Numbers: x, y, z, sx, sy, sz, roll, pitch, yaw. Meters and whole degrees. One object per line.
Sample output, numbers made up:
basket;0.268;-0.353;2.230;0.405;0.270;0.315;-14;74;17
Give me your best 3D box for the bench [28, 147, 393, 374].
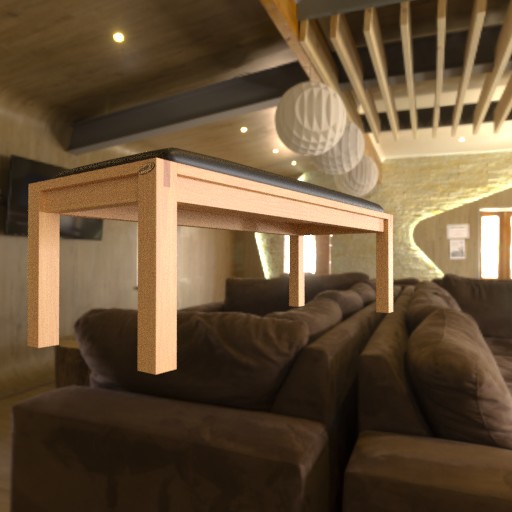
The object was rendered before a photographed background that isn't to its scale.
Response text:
bench;0.000;0.000;1.391;0.450;0.430;1.202;-1;-1;36
